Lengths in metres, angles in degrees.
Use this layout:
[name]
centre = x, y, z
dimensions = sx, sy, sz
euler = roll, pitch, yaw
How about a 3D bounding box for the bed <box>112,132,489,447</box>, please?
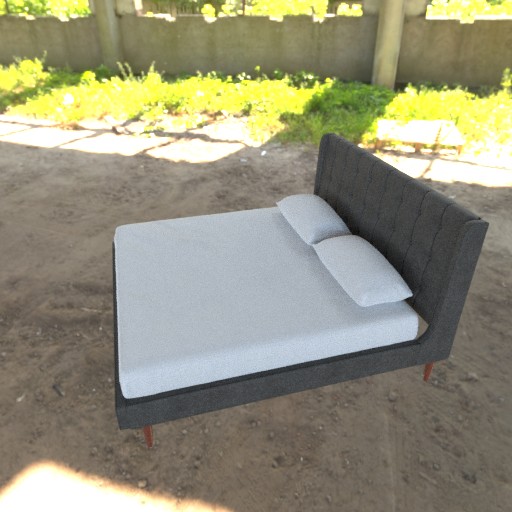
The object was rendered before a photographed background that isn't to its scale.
[bed]
centre = 0.000, 0.000, 2.543
dimensions = 1.638, 0.933, 1.531
euler = -8, 31, -14
